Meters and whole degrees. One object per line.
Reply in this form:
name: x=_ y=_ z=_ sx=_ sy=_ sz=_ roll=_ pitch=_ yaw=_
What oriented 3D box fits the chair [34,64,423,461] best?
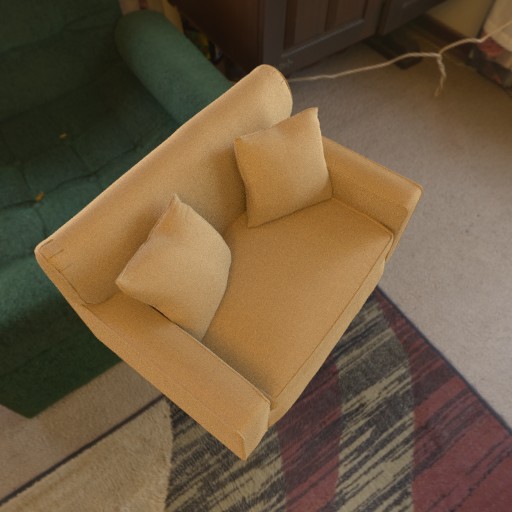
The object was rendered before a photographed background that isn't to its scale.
chair: x=0.000 y=0.000 z=2.047 sx=1.000 sy=0.948 sz=1.383 roll=33 pitch=63 yaw=19
